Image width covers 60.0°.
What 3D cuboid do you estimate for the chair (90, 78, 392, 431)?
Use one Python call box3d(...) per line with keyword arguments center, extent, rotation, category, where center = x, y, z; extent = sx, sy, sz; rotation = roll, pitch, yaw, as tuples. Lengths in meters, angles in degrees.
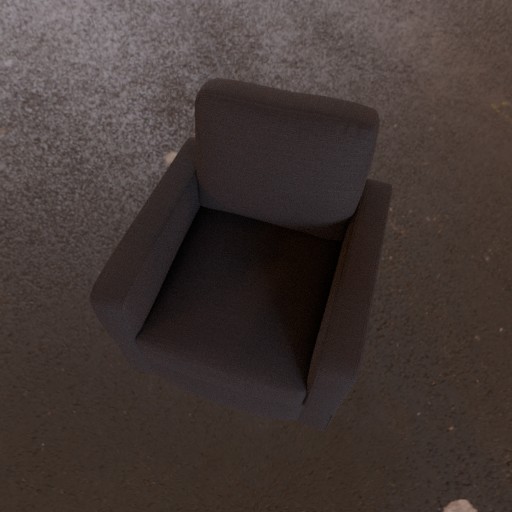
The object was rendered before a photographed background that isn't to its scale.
box3d(center=(0.000, 0.000, 1.516), extent=(0.798, 0.855, 0.863), rotation=(15, 61, 9), category="chair")
